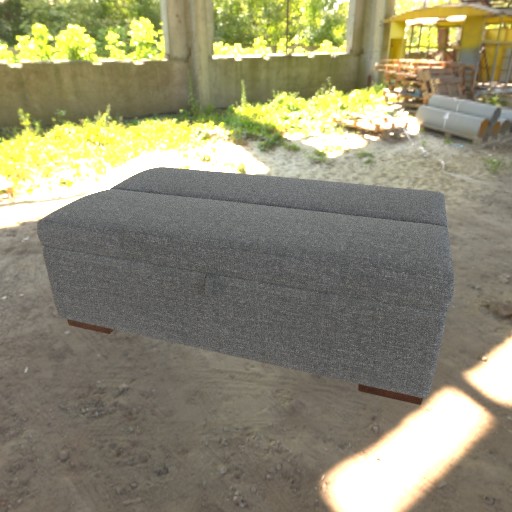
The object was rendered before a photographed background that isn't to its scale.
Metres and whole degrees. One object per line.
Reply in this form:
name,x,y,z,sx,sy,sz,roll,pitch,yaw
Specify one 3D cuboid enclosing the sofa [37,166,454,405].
sofa,0.000,0.000,1.570,1.198,0.417,0.782,8,26,17
